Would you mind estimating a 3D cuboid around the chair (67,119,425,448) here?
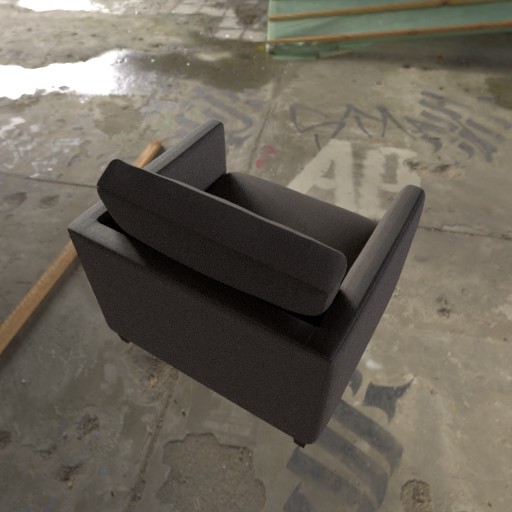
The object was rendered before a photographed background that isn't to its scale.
[{"bbox_3d":[0.000,0.000,1.898,1.107,0.963,0.959,24,51,21],"label":"chair"}]
